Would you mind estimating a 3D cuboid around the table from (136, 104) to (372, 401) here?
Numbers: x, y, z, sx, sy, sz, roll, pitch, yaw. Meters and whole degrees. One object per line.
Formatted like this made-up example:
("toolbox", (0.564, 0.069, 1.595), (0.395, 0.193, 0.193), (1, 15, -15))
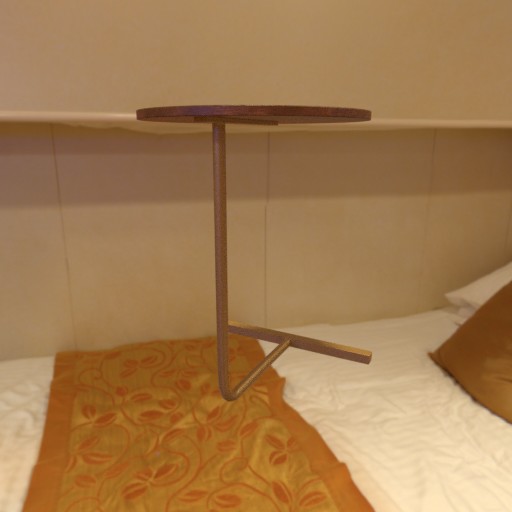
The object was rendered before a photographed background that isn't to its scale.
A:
("table", (0.000, 0.000, 1.147), (0.530, 0.706, 0.577), (8, 17, 27))
